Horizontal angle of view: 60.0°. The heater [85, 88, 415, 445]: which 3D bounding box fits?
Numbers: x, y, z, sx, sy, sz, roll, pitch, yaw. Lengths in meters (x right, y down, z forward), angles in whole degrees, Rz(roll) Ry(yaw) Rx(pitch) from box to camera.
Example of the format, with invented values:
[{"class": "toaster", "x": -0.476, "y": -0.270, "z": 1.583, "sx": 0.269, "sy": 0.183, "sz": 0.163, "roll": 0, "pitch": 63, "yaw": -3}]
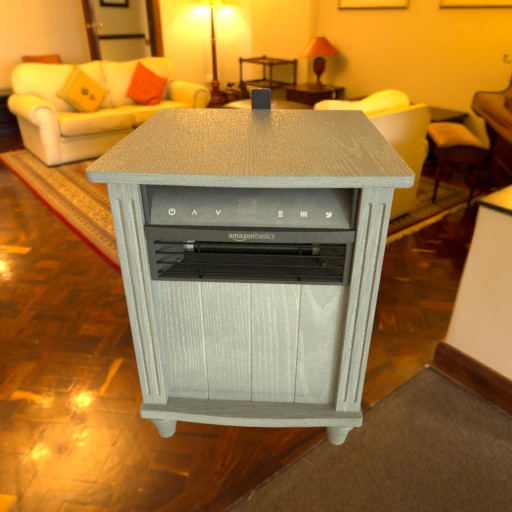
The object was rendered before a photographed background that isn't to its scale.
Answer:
[{"class": "heater", "x": 0.000, "y": 0.000, "z": 0.744, "sx": 0.362, "sy": 0.481, "sz": 0.400, "roll": 1, "pitch": 29, "yaw": 3}]
